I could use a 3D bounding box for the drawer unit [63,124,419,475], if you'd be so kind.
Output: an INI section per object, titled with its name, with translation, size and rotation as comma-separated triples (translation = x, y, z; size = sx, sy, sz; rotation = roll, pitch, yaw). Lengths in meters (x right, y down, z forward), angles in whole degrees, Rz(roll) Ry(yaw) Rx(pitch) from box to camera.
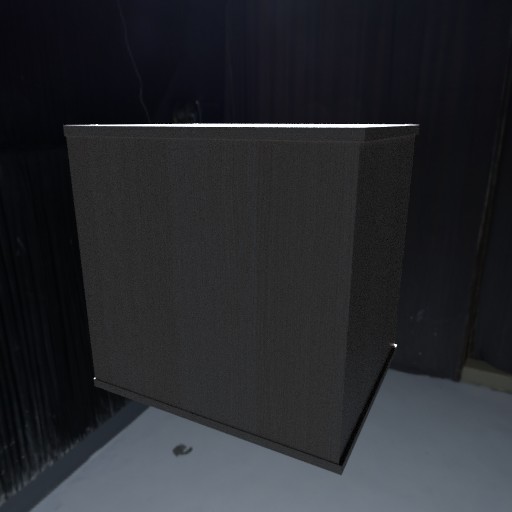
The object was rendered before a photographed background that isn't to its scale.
[drawer unit]
translation = 0.000, 0.000, 0.605
size = 0.349, 0.344, 0.290
rotation = 9, 19, 26
